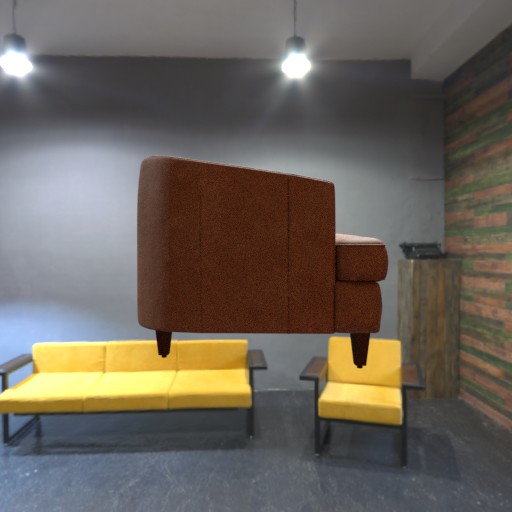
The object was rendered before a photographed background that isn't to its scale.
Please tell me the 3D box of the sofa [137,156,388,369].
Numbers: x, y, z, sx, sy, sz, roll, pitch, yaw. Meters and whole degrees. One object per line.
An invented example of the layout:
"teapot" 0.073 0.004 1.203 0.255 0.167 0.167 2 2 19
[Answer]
"sofa" 0.000 0.000 2.630 0.922 0.791 2.257 0 0 0
